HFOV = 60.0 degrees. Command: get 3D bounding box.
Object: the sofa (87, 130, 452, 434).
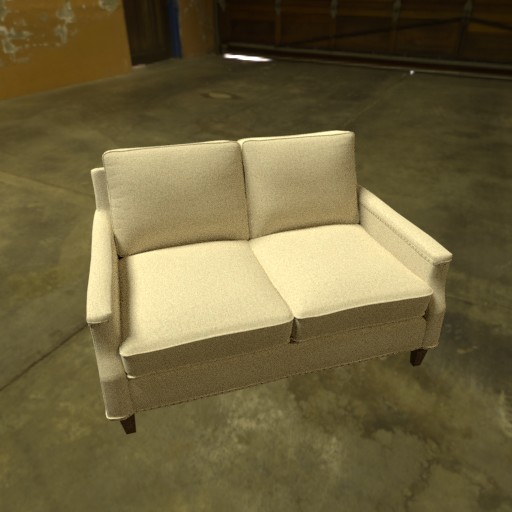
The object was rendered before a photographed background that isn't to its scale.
[{"bbox_3d":[0.000,0.000,2.259,1.597,1.003,1.084,-9,33,-14],"label":"sofa"}]
